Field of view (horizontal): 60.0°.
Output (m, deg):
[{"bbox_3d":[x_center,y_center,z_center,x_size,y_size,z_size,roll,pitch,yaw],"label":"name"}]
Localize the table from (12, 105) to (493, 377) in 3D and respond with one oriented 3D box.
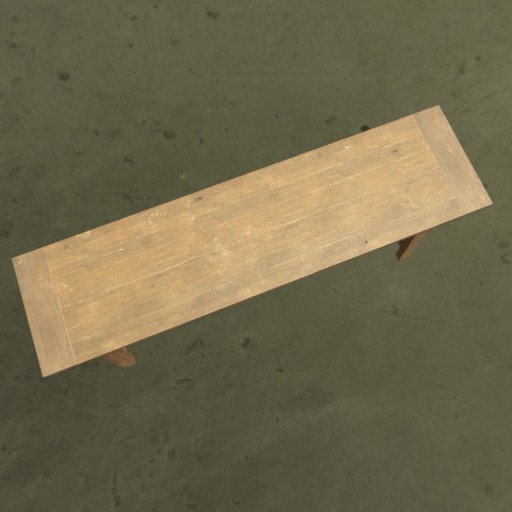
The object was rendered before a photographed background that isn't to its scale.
[{"bbox_3d":[0.000,0.000,2.093,1.800,0.810,0.465,-21,77,-5],"label":"table"}]
